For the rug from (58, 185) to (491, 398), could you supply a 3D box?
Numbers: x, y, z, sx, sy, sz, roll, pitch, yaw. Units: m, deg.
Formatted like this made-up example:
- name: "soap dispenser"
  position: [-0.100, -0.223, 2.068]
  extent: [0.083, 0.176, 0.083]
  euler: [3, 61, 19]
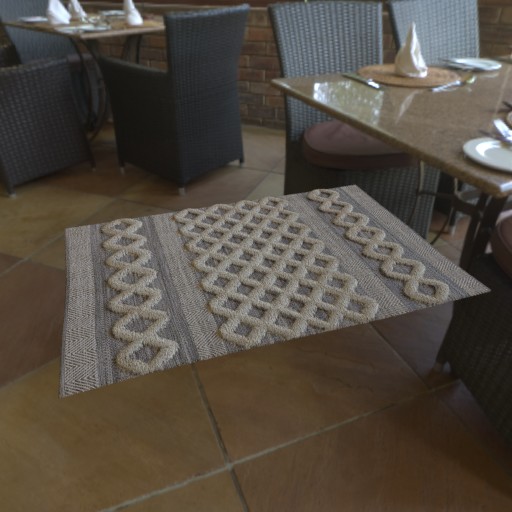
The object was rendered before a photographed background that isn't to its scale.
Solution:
- name: "rug"
  position: [0.000, 0.000, 2.216]
  extent: [1.823, 0.030, 1.222]
  euler: [-11, 35, -16]
